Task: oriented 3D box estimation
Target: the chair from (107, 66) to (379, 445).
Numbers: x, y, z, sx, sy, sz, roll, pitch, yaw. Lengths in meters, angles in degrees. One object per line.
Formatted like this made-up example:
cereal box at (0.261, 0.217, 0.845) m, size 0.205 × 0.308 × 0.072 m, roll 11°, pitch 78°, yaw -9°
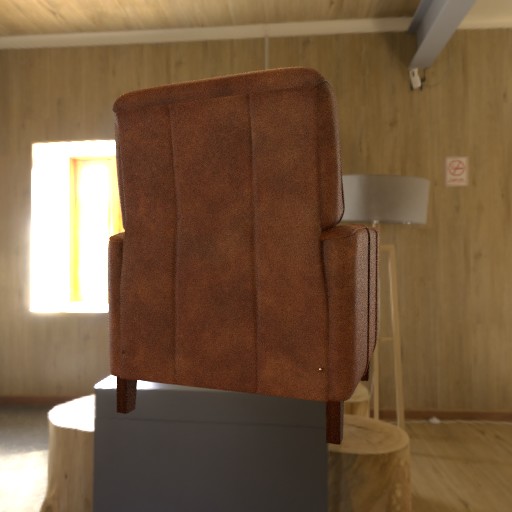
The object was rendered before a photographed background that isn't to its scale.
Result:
chair at (0.000, 0.000, 1.652) m, size 0.843 × 1.043 × 0.836 m, roll 0°, pitch 0°, yaw 20°
